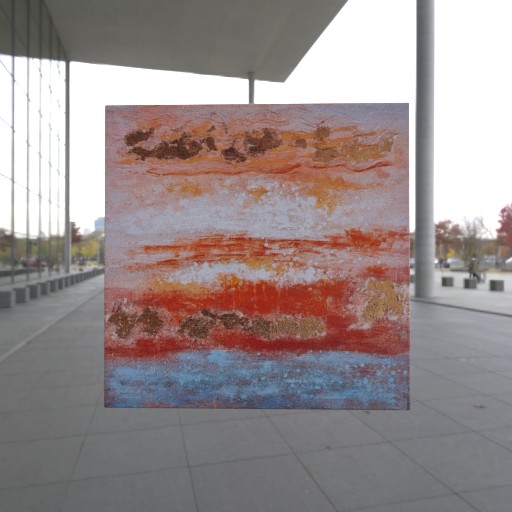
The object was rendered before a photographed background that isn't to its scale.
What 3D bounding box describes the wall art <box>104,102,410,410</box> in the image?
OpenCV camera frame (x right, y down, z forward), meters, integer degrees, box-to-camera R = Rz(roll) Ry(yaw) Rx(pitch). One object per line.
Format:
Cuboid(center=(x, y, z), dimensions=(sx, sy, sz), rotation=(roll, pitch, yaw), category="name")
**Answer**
Cuboid(center=(0.000, 0.000, 1.097), dimensions=(0.747, 0.747, 0.035), rotation=(0, 0, 1), category="wall art")
